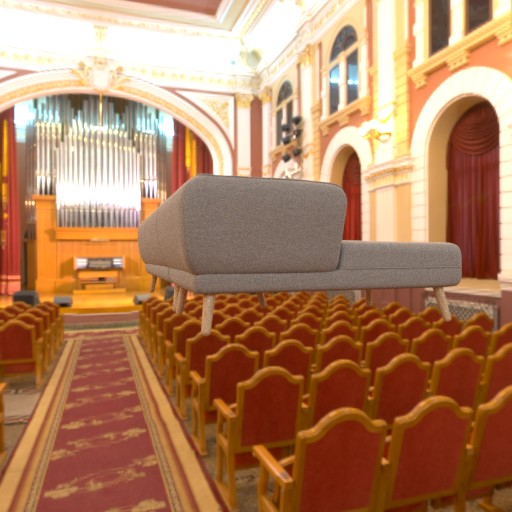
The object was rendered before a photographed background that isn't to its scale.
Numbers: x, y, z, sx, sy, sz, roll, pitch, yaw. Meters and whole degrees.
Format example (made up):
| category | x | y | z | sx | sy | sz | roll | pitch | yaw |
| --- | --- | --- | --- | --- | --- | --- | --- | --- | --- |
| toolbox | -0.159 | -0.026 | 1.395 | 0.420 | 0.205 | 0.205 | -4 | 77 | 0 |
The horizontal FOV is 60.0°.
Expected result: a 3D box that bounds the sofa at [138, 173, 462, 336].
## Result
| category | x | y | z | sx | sy | sz | roll | pitch | yaw |
| --- | --- | --- | --- | --- | --- | --- | --- | --- | --- |
| sofa | 0.000 | 0.000 | 3.276 | 1.532 | 0.693 | 2.653 | 0 | 0 | -19 |
